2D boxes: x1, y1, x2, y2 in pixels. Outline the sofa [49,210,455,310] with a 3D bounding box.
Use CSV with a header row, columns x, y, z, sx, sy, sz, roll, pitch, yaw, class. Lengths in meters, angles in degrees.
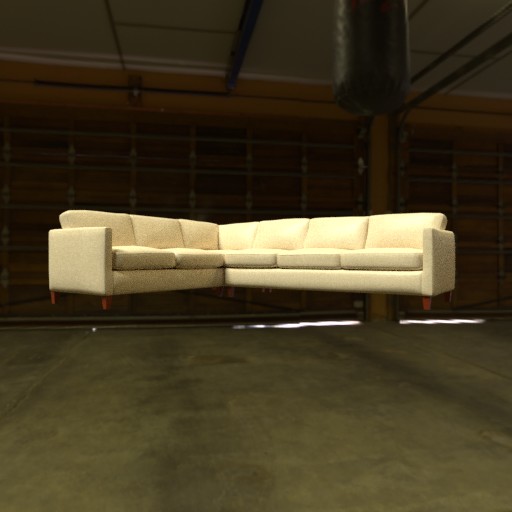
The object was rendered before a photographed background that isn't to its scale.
x,y,z,sx,sy,sz,roll,pitch,yaw,class
0.000,0.000,4.487,3.302,0.947,2.593,0,0,35,sofa
